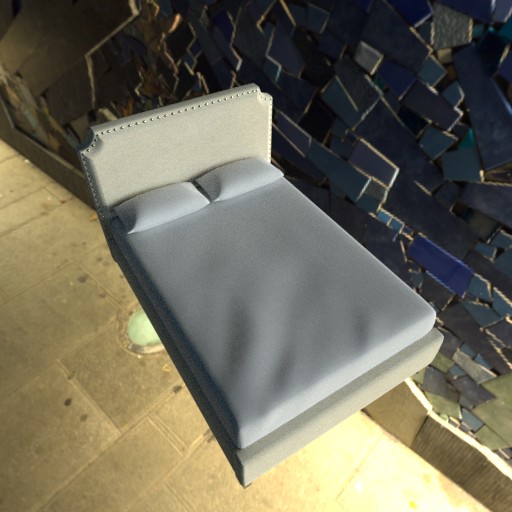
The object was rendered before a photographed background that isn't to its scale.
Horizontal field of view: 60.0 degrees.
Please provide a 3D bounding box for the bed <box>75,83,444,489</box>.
[{"bbox_3d":[0.000,0.000,3.349,1.713,1.457,2.381,-24,50,-22],"label":"bed"}]
